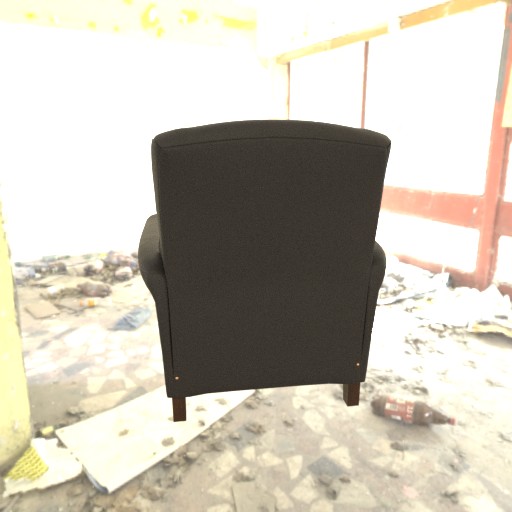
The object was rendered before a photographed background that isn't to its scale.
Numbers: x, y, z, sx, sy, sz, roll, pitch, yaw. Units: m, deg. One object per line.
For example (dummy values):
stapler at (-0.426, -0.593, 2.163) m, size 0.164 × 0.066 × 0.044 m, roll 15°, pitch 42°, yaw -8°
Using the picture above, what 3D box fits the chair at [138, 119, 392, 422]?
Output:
chair at (0.000, 0.000, 1.857) m, size 0.978 × 1.061 × 0.902 m, roll -2°, pitch 15°, yaw -8°
